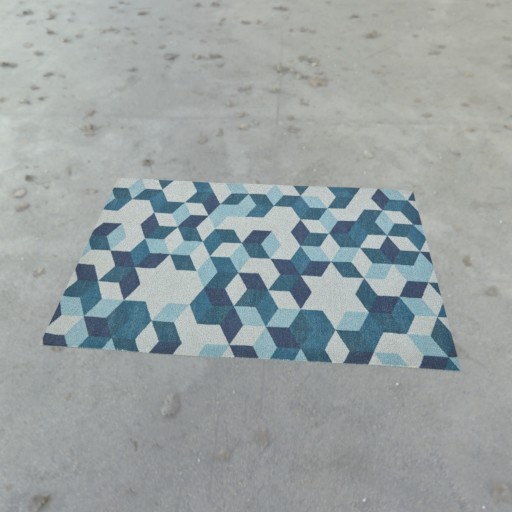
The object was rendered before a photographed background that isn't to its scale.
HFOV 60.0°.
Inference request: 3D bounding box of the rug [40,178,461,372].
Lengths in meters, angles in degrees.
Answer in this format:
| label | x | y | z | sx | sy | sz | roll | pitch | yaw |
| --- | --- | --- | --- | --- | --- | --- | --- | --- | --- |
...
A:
| label | x | y | z | sx | sy | sz | roll | pitch | yaw |
| --- | --- | --- | --- | --- | --- | --- | --- | --- | --- |
| rug | 0.000 | 0.000 | 2.334 | 1.829 | 0.014 | 1.235 | 3 | 47 | 3 |
